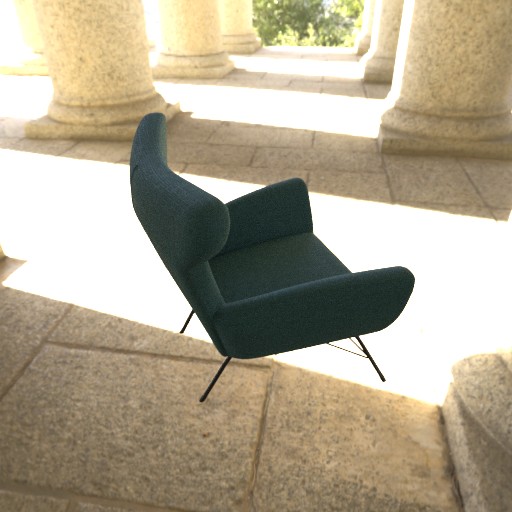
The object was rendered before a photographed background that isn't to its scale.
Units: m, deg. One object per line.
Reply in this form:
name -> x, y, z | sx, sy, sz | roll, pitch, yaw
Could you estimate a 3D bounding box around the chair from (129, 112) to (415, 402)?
chair -> 0.000, 0.000, 1.801 | 0.900, 0.980, 1.050 | -11, 33, -17
